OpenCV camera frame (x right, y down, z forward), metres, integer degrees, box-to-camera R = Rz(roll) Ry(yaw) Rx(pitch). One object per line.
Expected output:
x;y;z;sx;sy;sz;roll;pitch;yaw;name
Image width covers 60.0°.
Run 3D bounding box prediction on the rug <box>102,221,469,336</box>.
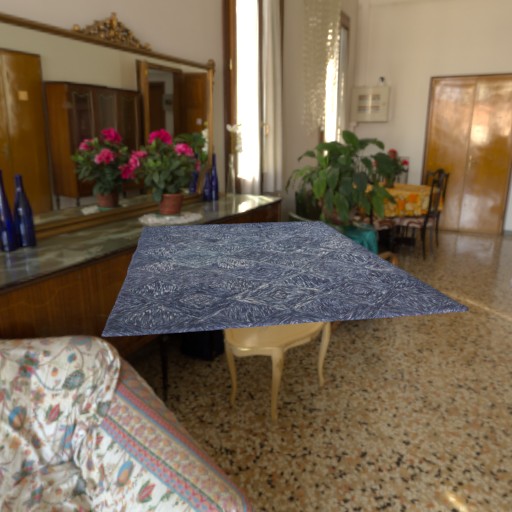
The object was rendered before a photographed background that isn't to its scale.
0.000;0.000;4.313;2.385;0.024;3.245;-3;15;-9;rug
